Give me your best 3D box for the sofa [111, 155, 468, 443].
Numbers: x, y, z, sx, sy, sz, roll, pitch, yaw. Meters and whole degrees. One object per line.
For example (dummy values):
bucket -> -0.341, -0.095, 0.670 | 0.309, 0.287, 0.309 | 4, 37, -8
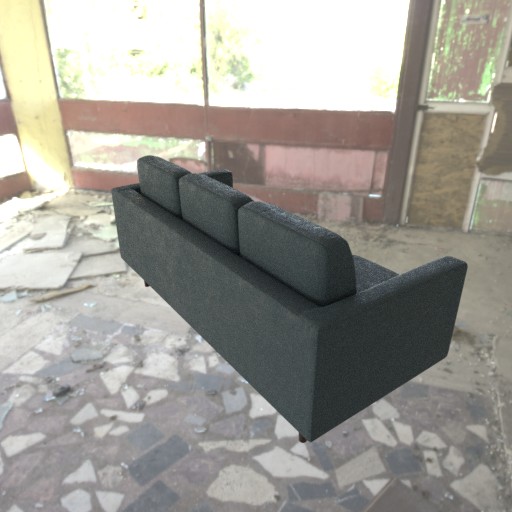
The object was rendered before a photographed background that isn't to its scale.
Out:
sofa -> 0.000, 0.000, 2.543 | 0.935, 0.945, 2.013 | -17, 30, -32
